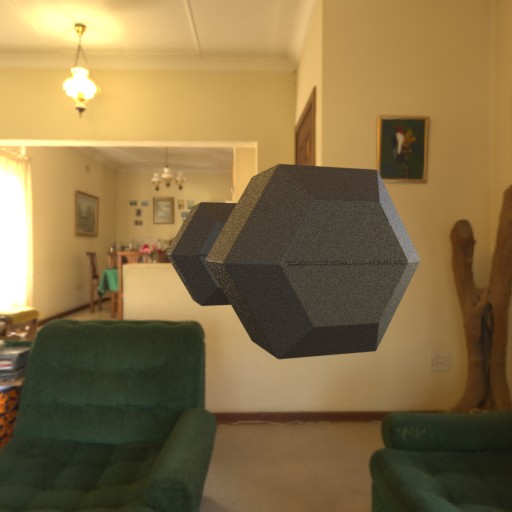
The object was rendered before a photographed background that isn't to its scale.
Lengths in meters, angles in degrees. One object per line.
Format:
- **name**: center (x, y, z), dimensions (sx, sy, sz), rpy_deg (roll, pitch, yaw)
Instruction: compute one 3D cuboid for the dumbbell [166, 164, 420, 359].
- **dumbbell**: center (0.000, 0.000, 0.359), dimensions (0.116, 0.101, 0.297), rpy_deg (0, 1, -18)
